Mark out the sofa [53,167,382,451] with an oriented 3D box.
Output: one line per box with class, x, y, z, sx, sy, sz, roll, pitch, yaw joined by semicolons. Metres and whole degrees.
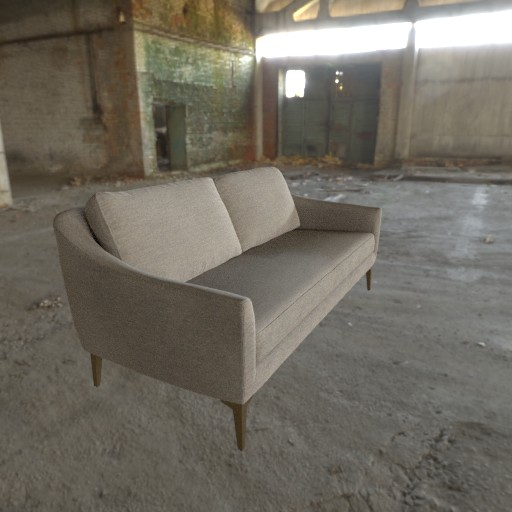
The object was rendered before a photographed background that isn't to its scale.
sofa;0.000;0.000;2.560;0.980;0.913;2.036;8;18;27
